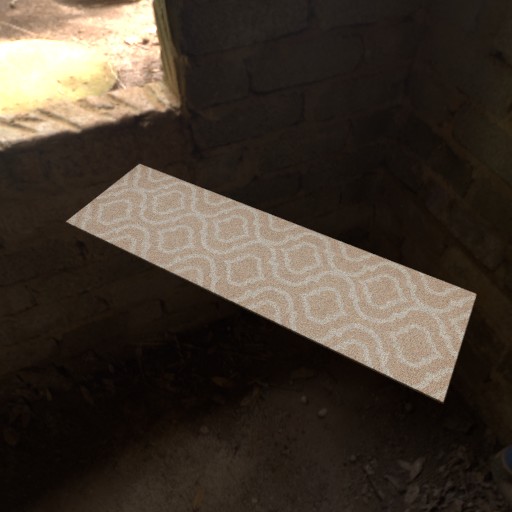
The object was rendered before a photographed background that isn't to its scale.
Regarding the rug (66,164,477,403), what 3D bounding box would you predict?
[{"bbox_3d":[0.000,0.000,2.519,2.289,0.013,0.691,23,52,20],"label":"rug"}]
